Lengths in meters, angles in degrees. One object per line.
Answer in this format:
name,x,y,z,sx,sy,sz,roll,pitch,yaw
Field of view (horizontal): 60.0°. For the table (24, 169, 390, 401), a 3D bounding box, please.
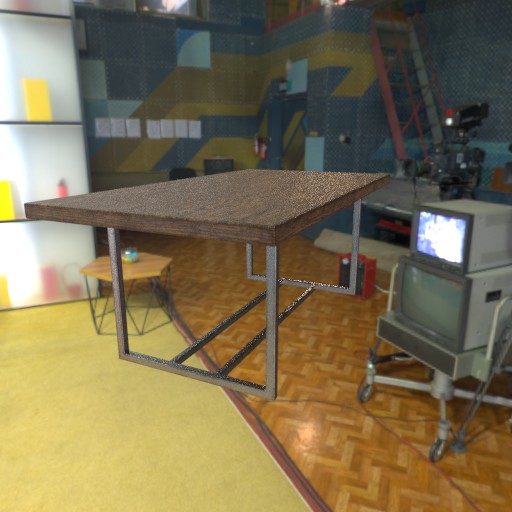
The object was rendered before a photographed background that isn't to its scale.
table,0.000,0.000,2.488,1.078,0.795,1.989,7,17,25
